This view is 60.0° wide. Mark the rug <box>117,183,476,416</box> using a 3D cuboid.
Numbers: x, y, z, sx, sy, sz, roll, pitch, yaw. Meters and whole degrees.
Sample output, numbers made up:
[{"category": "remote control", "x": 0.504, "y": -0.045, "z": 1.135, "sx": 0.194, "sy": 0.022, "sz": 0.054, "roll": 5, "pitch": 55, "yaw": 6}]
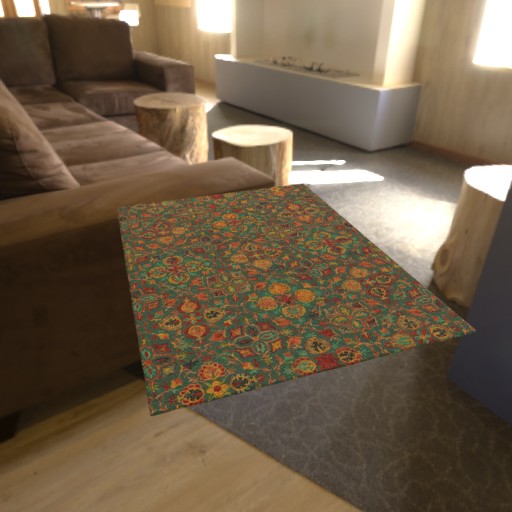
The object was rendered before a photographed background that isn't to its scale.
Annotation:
[{"category": "rug", "x": 0.000, "y": 0.000, "z": 4.317, "sx": 2.434, "sy": 0.025, "sz": 3.204, "roll": -10, "pitch": 32, "yaw": -16}]
